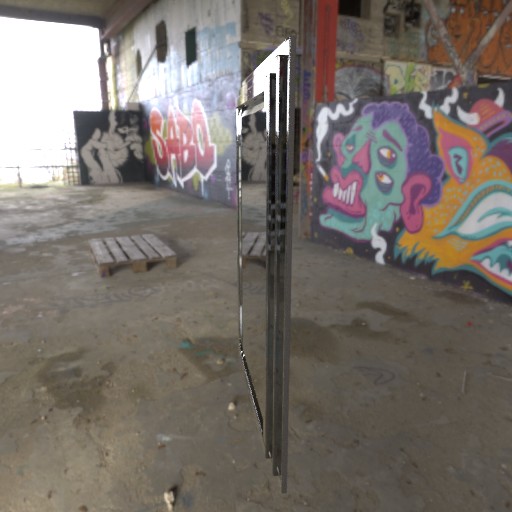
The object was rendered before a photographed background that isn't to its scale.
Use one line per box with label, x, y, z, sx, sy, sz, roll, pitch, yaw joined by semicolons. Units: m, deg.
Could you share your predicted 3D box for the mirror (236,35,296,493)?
mirror;0.000;0.000;1.143;0.039;0.914;0.613;-2;15;-9
